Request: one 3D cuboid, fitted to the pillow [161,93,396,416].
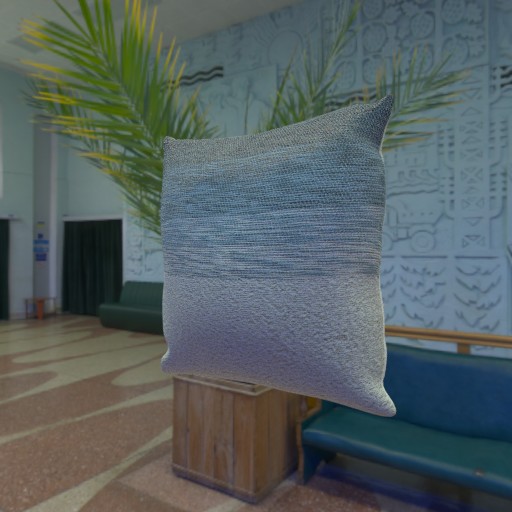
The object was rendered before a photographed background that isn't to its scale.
[{"bbox_3d":[0.000,0.000,0.704,0.440,0.441,0.182,0,0,35],"label":"pillow"}]
